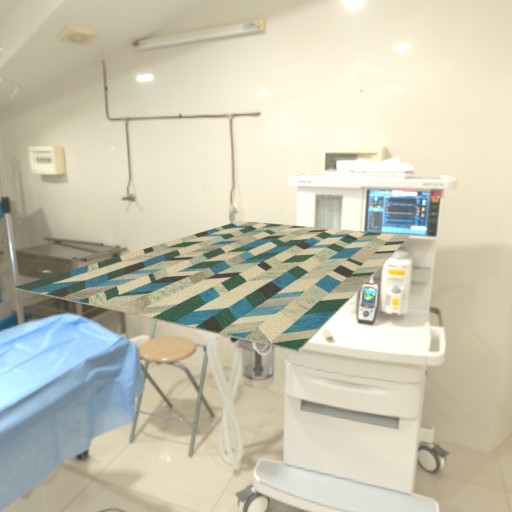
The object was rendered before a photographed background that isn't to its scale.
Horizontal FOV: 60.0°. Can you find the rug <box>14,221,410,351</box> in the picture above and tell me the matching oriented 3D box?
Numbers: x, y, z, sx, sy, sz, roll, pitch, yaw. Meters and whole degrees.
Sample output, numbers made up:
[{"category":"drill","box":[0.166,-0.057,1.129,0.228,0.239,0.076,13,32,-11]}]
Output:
[{"category":"rug","box":[0.000,0.000,2.268,1.229,0.005,1.827,7,16,27]}]
